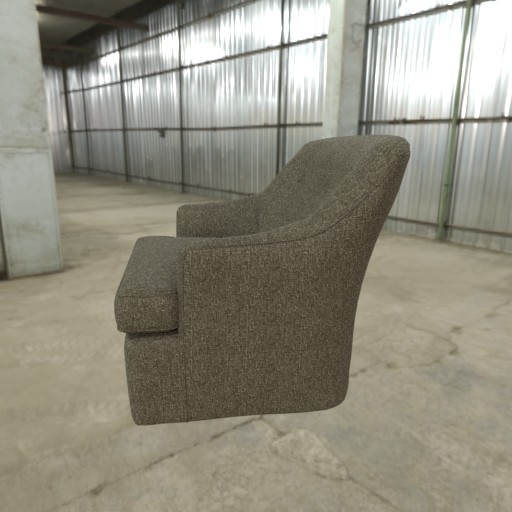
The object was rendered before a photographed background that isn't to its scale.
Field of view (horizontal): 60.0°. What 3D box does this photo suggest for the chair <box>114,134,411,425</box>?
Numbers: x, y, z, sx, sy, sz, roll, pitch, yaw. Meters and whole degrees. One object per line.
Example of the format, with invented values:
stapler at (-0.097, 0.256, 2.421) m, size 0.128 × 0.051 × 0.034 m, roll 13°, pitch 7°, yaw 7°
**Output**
chair at (0.000, 0.000, 1.618) m, size 0.923 × 0.856 × 0.864 m, roll -3°, pitch 15°, yaw -10°
